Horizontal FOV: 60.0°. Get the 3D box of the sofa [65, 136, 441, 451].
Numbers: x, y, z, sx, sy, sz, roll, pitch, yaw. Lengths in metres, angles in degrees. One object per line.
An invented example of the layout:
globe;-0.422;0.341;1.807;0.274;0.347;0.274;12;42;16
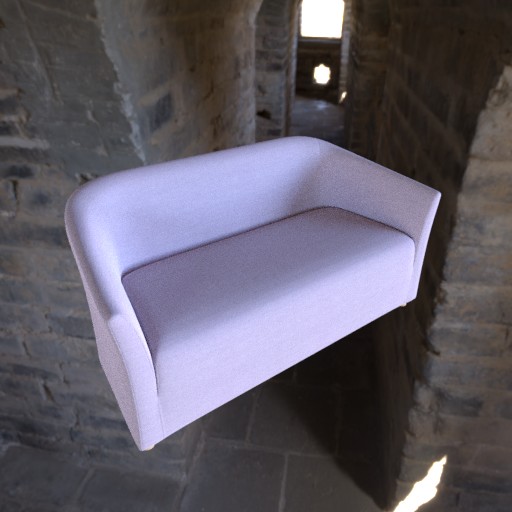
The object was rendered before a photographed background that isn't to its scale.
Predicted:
sofa;0.000;0.000;1.839;1.452;0.721;0.705;-20;35;-31
